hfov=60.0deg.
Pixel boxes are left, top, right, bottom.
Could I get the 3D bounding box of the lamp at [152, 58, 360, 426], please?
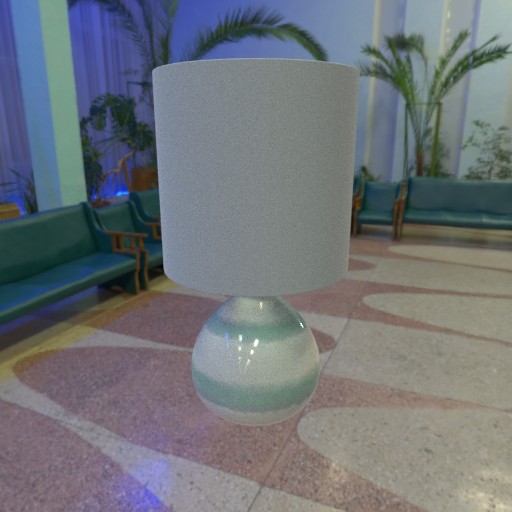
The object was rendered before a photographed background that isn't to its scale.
[{"bbox_3d":[0.000,0.000,0.528,0.217,0.404,0.217,8,18,25],"label":"lamp"}]
